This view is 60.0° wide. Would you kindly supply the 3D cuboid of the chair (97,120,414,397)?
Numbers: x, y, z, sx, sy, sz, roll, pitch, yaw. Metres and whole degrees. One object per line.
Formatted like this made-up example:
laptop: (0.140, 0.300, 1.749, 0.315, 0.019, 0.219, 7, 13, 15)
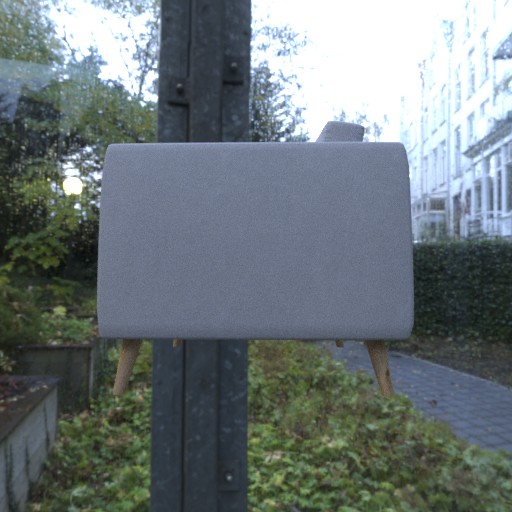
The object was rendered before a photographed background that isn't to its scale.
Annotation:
chair: (0.000, 0.000, 1.766, 0.930, 0.860, 1.000, 0, -2, 1)
